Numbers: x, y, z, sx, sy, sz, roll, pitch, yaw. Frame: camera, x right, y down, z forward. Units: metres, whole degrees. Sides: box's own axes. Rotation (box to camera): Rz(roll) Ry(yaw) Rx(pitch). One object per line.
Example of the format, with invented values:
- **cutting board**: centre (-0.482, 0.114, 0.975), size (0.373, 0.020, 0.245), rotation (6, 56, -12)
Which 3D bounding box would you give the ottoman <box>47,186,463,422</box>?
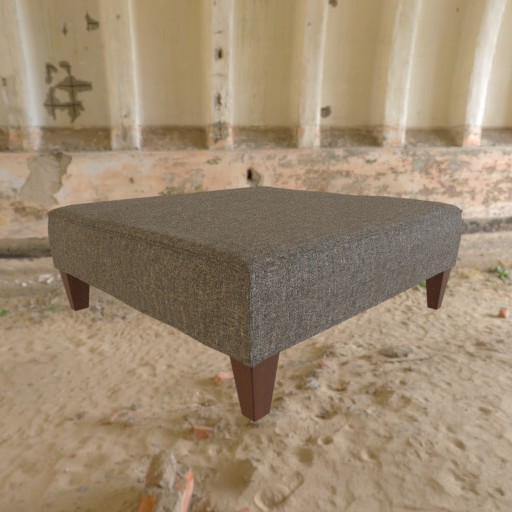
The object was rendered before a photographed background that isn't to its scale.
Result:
- **ottoman**: centre (0.000, 0.000, 1.500), size (1.016, 0.379, 0.981), rotation (-14, 20, -43)
